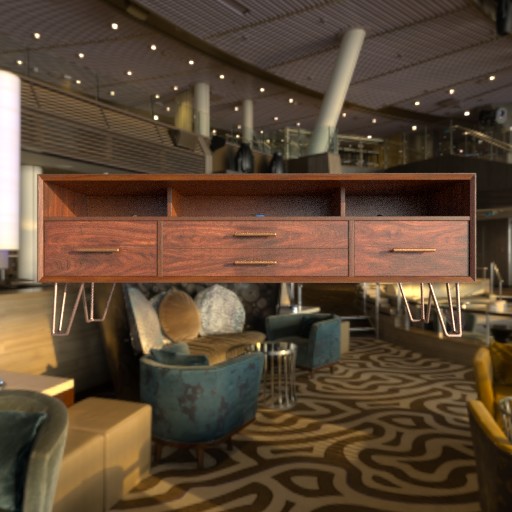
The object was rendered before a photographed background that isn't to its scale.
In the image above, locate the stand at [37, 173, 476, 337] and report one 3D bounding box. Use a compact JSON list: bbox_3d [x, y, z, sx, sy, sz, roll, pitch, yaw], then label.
[{"bbox_3d":[0.000,0.000,1.861,1.626,0.610,0.481,0,0,1],"label":"stand"}]
